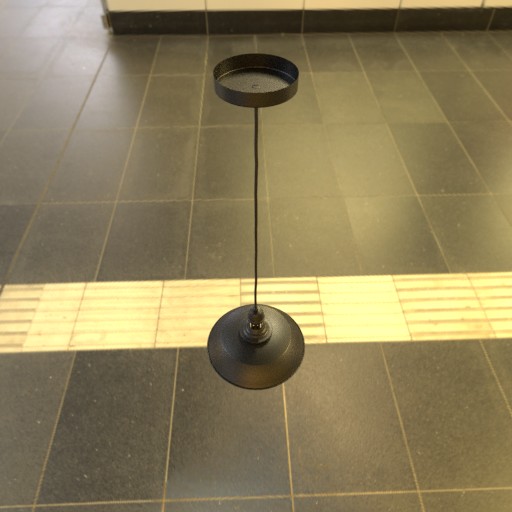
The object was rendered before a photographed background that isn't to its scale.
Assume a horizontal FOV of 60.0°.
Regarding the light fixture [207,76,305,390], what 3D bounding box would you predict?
[{"bbox_3d":[0.000,0.000,1.172,0.331,0.993,0.331,-16,50,-14],"label":"light fixture"}]
